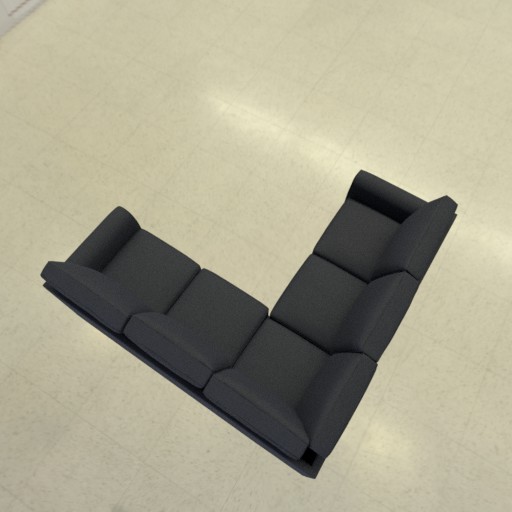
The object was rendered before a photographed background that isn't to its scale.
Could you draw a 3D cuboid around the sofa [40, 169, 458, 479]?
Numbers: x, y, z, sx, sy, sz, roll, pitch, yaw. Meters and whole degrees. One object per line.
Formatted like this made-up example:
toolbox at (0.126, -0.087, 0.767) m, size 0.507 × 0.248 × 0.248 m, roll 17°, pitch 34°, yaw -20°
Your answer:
sofa at (0.000, 0.000, 3.872) m, size 2.562 × 1.042 × 2.487 m, roll 31°, pitch 69°, yaw 13°
